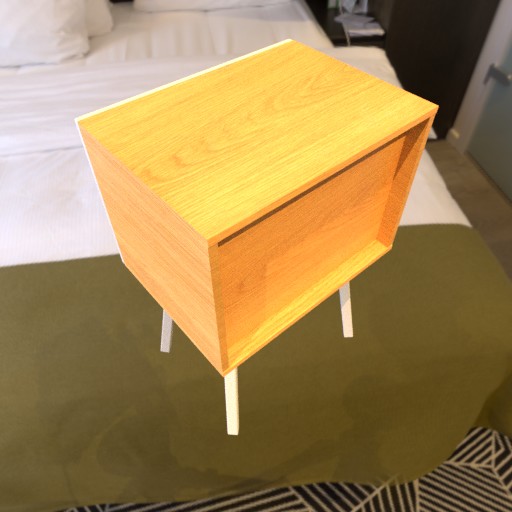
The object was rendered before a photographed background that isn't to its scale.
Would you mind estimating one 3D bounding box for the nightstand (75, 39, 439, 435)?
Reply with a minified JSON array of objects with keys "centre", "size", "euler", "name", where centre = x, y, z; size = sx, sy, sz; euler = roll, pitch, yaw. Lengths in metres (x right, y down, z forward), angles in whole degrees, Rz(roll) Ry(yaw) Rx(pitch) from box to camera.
[{"centre":[0.000,0.000,0.834],"size":[0.400,0.601,0.316],"euler":[-33,56,-26],"name":"nightstand"}]
